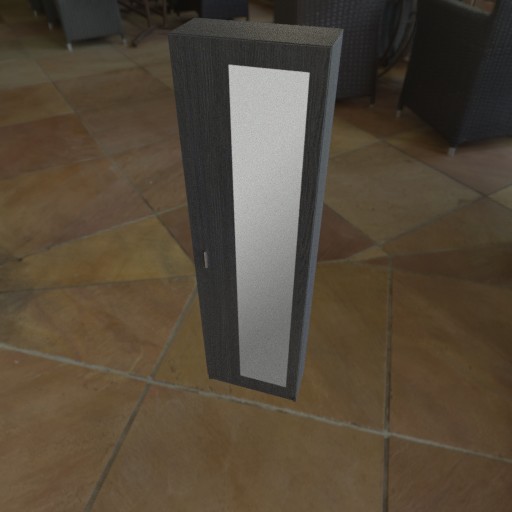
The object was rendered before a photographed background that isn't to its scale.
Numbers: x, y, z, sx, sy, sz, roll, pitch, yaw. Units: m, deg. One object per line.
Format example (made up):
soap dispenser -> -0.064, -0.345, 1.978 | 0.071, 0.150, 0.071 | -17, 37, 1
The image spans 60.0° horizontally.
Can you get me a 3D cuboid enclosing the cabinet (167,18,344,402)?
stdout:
cabinet -> 0.000, 0.000, 1.930 | 0.500, 1.790, 0.230 | 11, 41, 13
